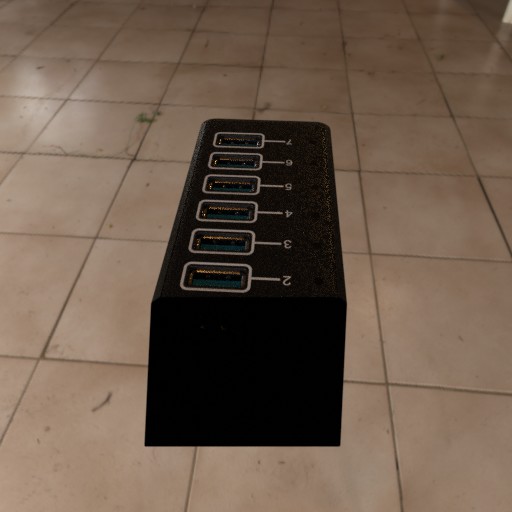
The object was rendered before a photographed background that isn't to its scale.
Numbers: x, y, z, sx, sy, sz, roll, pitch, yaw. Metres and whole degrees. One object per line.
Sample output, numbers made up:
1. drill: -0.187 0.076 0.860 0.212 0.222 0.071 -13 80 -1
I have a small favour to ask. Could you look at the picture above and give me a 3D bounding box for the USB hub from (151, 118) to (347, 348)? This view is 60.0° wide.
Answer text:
1. USB hub: 0.000 0.000 0.124 0.044 0.023 0.110 3 47 3
